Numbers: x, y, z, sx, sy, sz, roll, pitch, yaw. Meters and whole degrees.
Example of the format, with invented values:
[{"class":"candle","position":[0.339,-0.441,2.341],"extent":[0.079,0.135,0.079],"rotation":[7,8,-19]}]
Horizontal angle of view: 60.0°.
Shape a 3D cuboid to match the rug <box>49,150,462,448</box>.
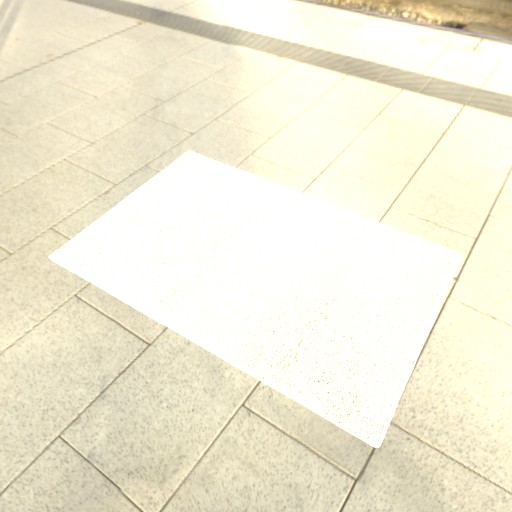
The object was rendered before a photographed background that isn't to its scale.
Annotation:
[{"class":"rug","position":[0.000,0.000,3.488],"extent":[2.743,0.030,1.778],"rotation":[25,51,22]}]
